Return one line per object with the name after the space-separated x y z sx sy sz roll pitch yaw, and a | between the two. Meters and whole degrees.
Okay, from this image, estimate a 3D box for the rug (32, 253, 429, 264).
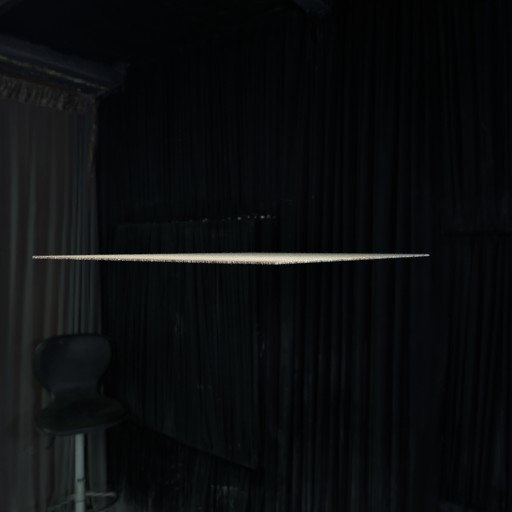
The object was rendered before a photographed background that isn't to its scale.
0.000 0.000 4.054 2.315 0.015 2.932 1 1 35 | rug
